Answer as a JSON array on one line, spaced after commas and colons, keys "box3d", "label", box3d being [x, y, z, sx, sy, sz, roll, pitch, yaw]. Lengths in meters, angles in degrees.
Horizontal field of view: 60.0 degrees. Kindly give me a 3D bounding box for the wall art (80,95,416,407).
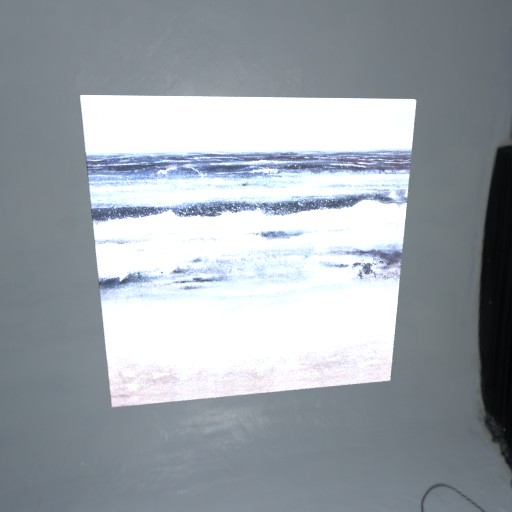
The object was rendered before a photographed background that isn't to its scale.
[{"box3d": [0.000, 0.000, 1.112, 0.755, 0.747, 0.065, -3, 16, -9], "label": "wall art"}]
